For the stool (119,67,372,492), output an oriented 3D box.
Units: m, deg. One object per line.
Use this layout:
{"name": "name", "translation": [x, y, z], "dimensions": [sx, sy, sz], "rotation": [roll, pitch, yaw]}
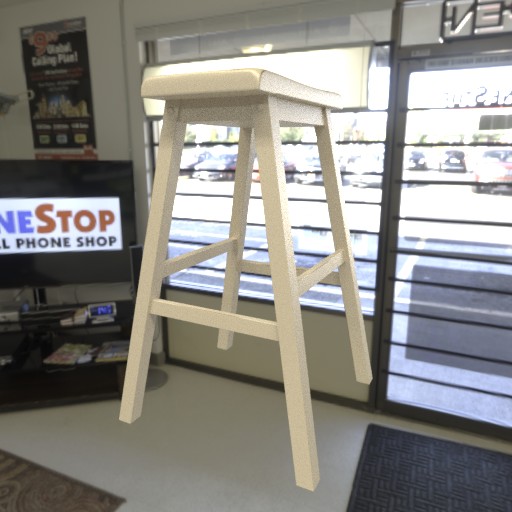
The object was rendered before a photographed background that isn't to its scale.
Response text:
{"name": "stool", "translation": [0.000, 0.000, 1.025], "dimensions": [0.476, 0.737, 0.457], "rotation": [7, 16, 27]}
